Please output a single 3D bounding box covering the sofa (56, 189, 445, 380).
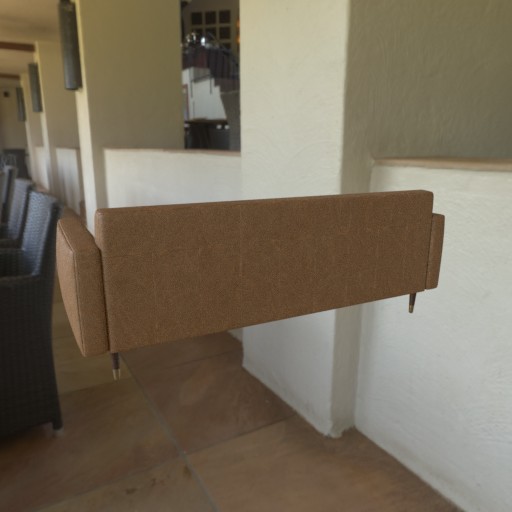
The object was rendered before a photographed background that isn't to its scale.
[{"bbox_3d":[0.000,0.000,2.811,2.291,0.821,0.990,-7,16,-26],"label":"sofa"}]
